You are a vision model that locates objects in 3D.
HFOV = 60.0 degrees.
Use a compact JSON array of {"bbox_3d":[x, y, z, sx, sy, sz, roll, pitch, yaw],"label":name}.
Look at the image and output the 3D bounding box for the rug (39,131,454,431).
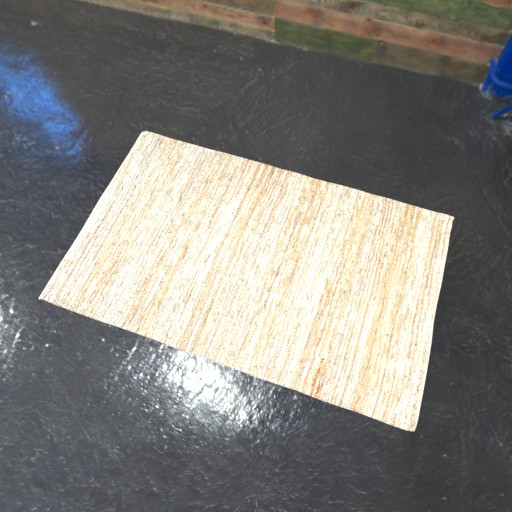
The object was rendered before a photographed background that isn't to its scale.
[{"bbox_3d":[0.000,0.000,3.000,2.446,0.009,1.529,17,64,9],"label":"rug"}]
